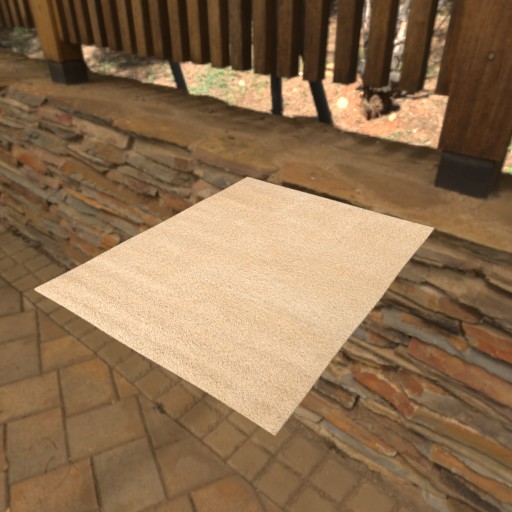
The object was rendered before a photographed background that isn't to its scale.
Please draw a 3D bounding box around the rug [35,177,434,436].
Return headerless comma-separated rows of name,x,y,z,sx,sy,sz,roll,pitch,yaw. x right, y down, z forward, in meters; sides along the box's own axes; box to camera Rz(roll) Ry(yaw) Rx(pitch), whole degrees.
rug,0.000,0.000,4.142,2.400,0.025,3.000,21,38,29
